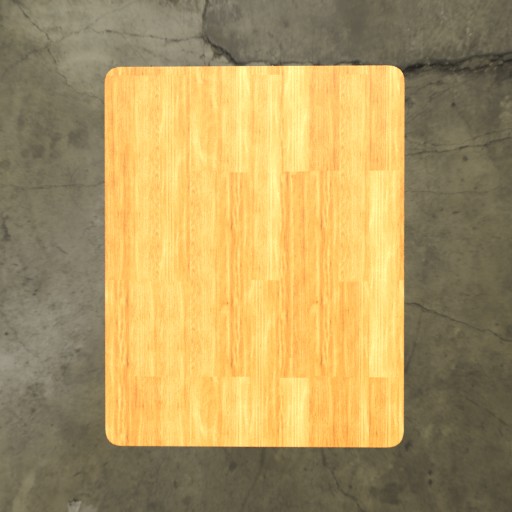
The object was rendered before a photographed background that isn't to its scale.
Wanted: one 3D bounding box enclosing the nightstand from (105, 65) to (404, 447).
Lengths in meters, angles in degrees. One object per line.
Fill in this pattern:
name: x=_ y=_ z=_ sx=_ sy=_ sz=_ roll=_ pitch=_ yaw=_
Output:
nightstand: x=0.000 y=0.000 z=0.887 sx=0.440 sy=0.470 sz=0.560 roll=0 pitch=90 yaw=1
